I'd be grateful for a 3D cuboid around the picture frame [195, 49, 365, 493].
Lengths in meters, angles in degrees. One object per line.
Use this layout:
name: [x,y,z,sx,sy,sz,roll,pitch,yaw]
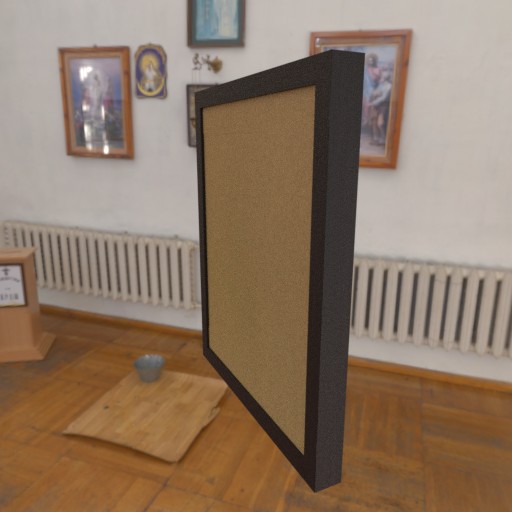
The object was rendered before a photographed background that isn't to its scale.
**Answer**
picture frame: [0.000,0.000,0.739,0.044,0.555,0.452,-7,16,-25]
